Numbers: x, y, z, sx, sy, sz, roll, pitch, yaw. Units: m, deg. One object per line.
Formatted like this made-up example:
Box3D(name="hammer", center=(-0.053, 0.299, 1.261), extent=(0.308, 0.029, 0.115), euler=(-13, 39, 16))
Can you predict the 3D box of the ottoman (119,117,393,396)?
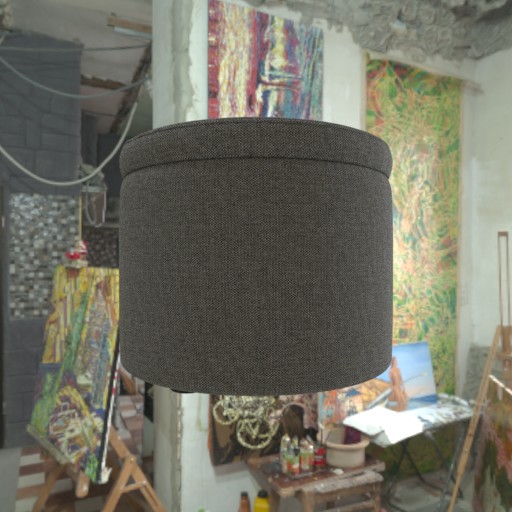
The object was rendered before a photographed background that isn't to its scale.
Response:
Box3D(name="ottoman", center=(0.000, 0.000, 0.880), extent=(0.520, 0.430, 0.520), euler=(0, 0, 0))
